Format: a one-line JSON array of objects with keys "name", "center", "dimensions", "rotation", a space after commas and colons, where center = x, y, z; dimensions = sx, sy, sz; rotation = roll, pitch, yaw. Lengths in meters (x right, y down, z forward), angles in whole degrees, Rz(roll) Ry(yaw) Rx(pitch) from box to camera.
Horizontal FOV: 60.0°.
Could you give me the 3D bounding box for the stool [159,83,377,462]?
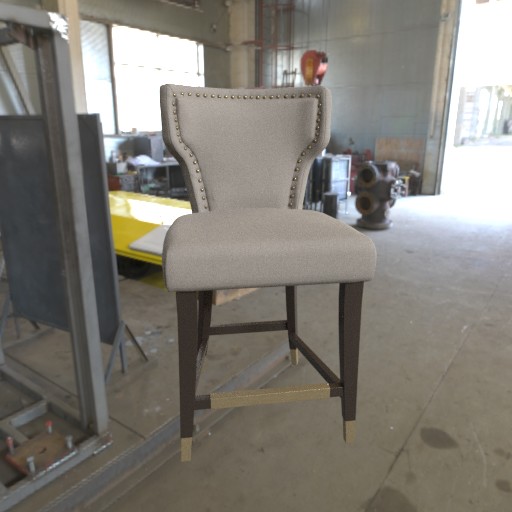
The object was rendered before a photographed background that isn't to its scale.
[{"name": "stool", "center": [0.000, 0.000, 1.320], "dimensions": [0.527, 0.982, 0.563], "rotation": [-3, 17, -9]}]
